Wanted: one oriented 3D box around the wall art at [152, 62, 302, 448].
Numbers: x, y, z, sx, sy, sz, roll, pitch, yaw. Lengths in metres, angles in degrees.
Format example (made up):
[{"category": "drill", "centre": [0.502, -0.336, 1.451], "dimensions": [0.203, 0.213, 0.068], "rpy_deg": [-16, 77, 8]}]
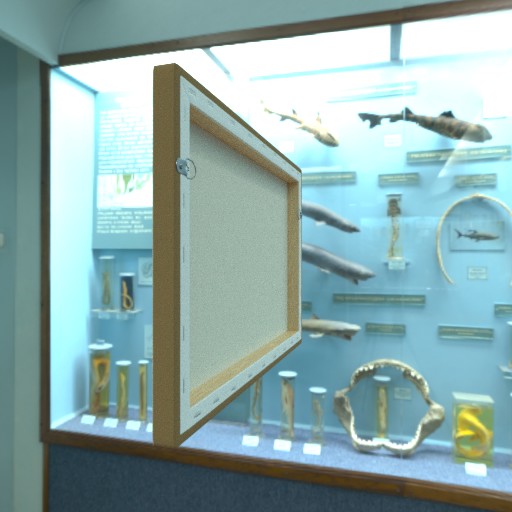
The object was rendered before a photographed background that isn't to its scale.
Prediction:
[{"category": "wall art", "centre": [0.000, 0.000, 0.471], "dimensions": [0.019, 0.254, 0.380], "rpy_deg": [0, 0, 18]}]
